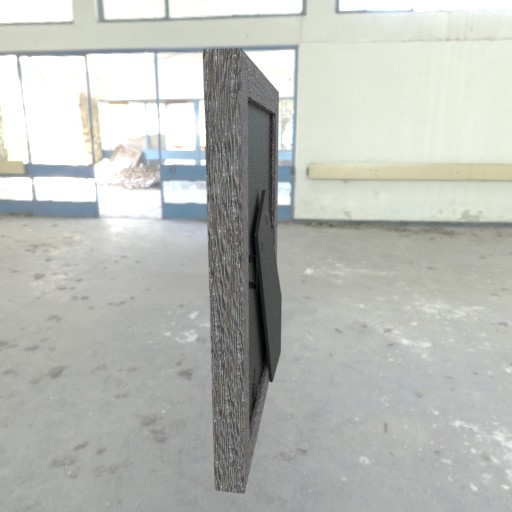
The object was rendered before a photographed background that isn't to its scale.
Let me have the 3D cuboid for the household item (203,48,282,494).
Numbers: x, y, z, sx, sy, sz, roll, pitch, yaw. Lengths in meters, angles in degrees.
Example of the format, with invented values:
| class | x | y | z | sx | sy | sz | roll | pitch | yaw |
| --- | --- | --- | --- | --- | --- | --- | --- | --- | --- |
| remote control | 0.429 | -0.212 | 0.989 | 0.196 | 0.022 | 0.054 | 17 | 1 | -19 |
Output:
| class | x | y | z | sx | sy | sz | roll | pitch | yaw |
| --- | --- | --- | --- | --- | --- | --- | --- | --- | --- |
| household item | 0.000 | 0.000 | 0.278 | 0.020 | 0.210 | 0.160 | 2 | 14 | 8 |
